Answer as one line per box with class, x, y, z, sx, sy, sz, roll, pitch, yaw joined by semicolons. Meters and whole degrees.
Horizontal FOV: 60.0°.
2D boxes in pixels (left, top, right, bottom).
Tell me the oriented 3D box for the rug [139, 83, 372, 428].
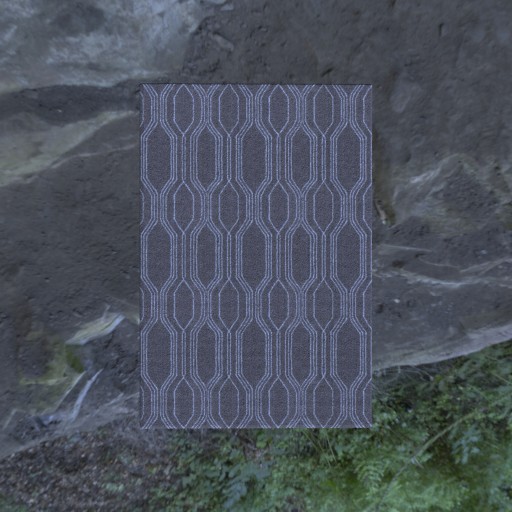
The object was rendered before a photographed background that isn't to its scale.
rug;0.000;0.000;2.362;1.239;0.012;1.836;0;90;-1
